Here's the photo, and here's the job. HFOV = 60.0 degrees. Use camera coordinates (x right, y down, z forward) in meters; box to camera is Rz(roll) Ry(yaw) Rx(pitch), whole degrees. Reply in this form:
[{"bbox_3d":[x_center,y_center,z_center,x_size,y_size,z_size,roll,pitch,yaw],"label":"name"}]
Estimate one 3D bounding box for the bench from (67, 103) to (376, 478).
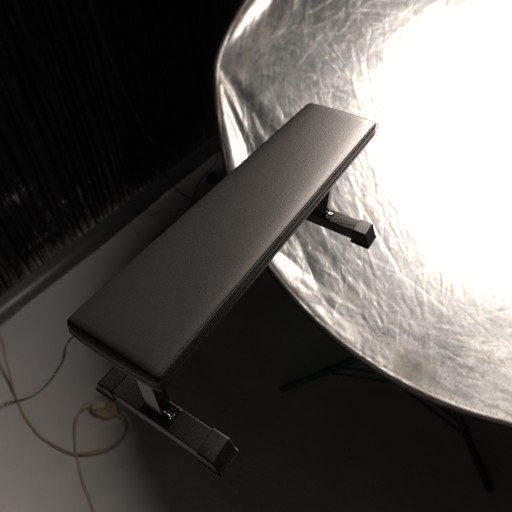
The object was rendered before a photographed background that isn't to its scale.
[{"bbox_3d":[0.000,0.000,1.307,0.439,0.453,1.072,25,52,21],"label":"bench"}]
